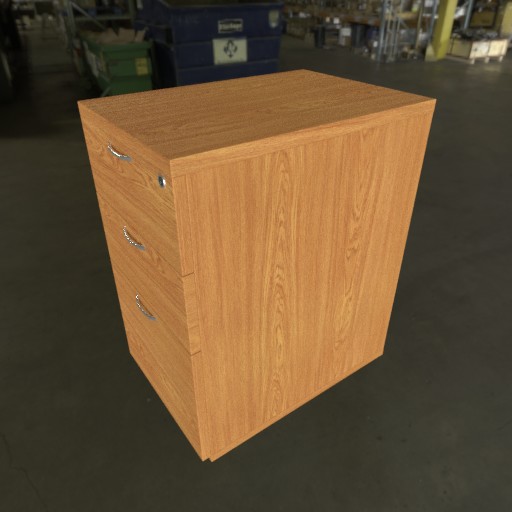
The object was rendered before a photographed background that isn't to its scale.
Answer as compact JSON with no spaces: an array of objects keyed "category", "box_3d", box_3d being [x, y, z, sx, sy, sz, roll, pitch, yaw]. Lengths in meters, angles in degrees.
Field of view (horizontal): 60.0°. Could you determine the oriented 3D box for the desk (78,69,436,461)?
[{"category":"desk","box_3d":[0.000,0.000,1.073,0.600,0.730,0.404,-21,38,-30]}]
